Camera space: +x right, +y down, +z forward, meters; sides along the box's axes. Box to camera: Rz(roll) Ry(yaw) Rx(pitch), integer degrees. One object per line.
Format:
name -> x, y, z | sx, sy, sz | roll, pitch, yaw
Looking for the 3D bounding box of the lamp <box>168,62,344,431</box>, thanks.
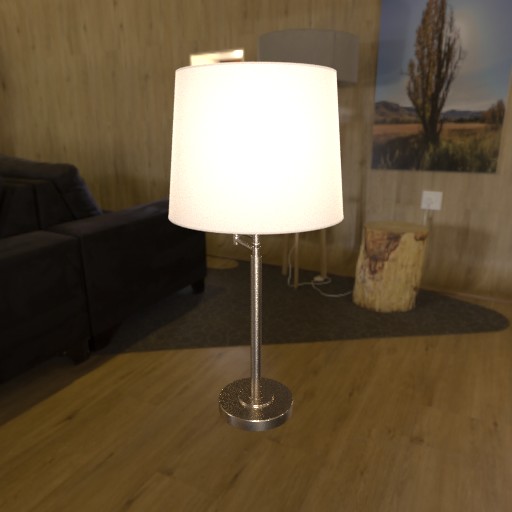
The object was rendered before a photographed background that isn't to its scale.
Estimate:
lamp -> 0.000, 0.000, 0.880 | 0.333, 0.696, 0.333 | 0, 16, 0
